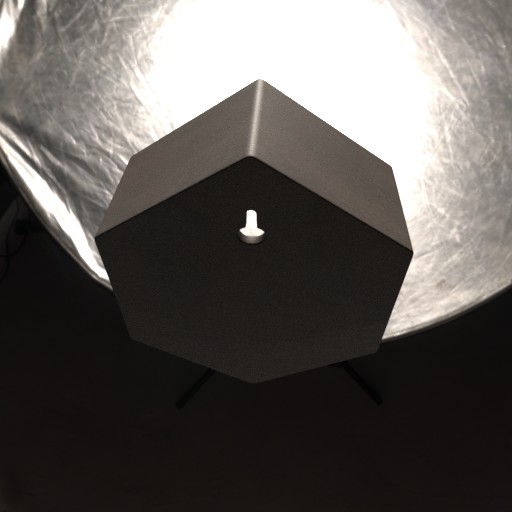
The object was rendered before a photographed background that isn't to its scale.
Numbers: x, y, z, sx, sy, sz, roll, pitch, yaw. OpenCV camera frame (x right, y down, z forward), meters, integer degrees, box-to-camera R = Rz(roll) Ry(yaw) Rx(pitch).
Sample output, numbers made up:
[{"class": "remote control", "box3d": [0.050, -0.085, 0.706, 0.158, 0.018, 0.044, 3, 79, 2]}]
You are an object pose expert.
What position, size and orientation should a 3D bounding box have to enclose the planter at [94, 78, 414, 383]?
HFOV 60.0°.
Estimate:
[{"class": "planter", "box3d": [0.000, 0.000, 0.294, 0.169, 0.206, 0.077, 3, 47, 3]}]
